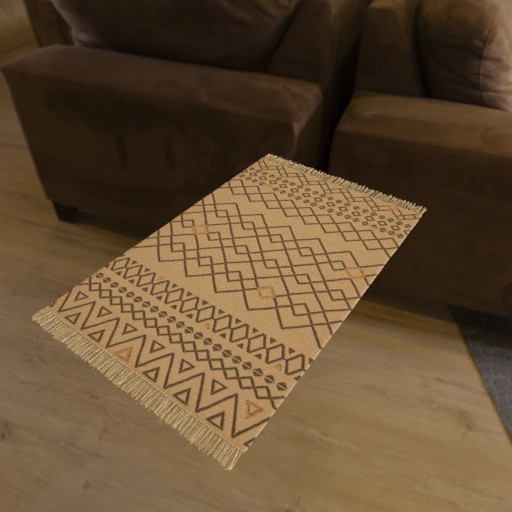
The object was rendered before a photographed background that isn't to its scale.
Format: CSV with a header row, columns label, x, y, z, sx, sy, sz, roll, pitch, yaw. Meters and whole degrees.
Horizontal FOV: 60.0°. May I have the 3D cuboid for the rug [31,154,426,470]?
label,x,y,z,sx,sy,sz,roll,pitch,yaw
rug,0.000,0.000,2.461,1.224,0.028,2.023,26,47,26
